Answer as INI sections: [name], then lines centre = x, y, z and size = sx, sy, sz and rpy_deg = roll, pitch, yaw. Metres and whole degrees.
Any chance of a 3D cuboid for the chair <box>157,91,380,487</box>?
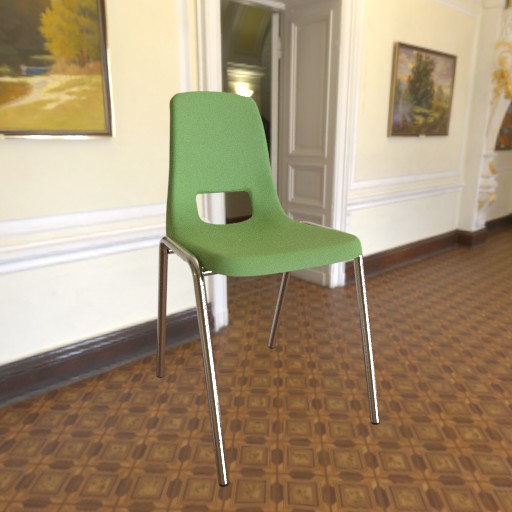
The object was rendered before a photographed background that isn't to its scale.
[chair]
centre = 0.000, 0.000, 0.960
size = 0.381, 0.704, 0.436
rpy_deg = -8, 17, -28
